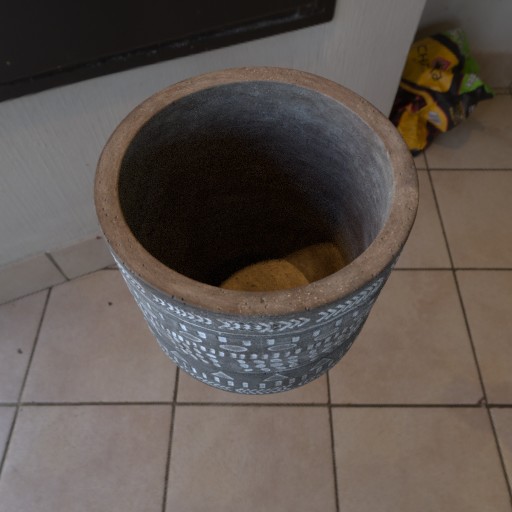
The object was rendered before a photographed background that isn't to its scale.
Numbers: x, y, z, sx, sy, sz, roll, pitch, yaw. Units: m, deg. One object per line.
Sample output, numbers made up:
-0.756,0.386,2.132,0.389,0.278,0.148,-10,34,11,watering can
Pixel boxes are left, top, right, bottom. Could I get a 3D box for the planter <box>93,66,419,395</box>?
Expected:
0.000,0.000,0.257,0.142,0.149,0.142,0,59,0,planter
